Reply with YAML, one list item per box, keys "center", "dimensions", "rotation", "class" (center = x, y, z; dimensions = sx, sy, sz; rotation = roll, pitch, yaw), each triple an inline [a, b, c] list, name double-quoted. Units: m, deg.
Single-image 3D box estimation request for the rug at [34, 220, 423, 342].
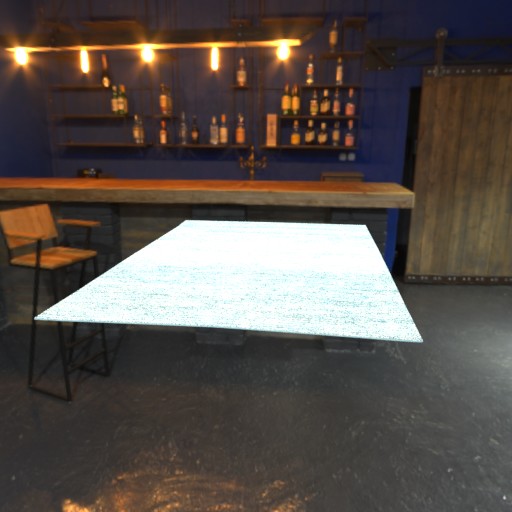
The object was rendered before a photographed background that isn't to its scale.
- center: [0.000, 0.000, 2.870]
  dimensions: [1.611, 0.026, 2.260]
  rotation: [2, 16, 8]
  class: "rug"
